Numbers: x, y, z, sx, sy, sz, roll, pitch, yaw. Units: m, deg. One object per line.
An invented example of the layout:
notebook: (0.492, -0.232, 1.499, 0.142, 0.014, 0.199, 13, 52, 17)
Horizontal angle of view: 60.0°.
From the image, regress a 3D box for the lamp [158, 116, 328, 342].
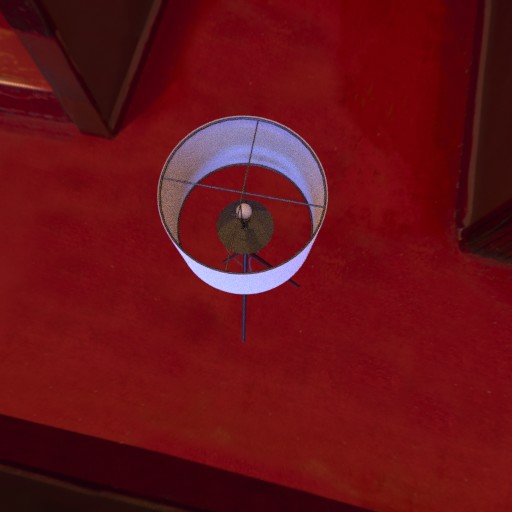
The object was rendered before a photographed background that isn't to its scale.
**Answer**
lamp: (0.000, 0.000, 1.915, 0.522, 1.624, 0.667, 11, 76, 3)
